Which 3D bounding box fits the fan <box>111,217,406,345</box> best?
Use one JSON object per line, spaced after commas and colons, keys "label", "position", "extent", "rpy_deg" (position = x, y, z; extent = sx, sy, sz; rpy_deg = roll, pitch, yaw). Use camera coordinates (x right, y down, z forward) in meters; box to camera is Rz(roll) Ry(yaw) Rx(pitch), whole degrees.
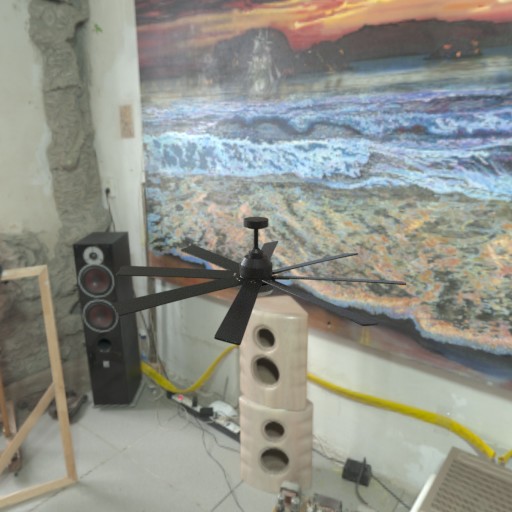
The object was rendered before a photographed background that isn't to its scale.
{"label": "fan", "position": [0.000, 0.000, 2.785], "extent": [1.830, 0.472, 1.830], "rpy_deg": [2, 16, 8]}
